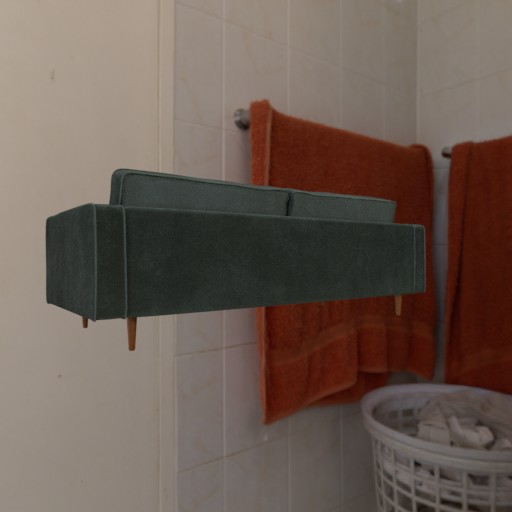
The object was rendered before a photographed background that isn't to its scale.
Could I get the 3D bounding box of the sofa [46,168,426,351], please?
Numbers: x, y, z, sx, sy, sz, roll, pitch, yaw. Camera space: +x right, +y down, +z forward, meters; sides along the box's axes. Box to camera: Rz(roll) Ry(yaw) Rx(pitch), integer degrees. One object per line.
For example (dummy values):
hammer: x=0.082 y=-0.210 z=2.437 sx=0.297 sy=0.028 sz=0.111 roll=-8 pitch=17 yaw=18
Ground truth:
sofa: x=0.000 y=0.000 z=2.671 sx=2.214 sy=0.781 sz=0.886 roll=0 pitch=0 yaw=-36
